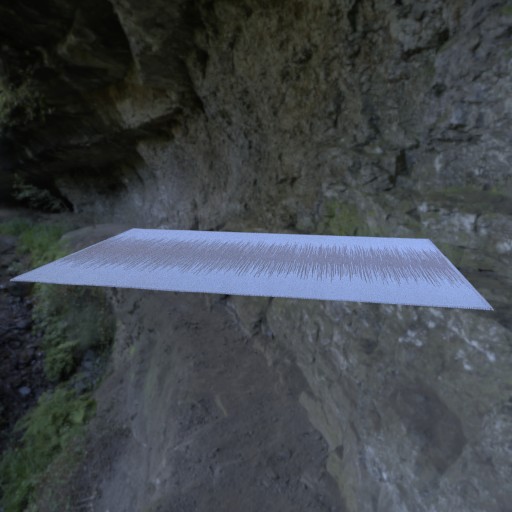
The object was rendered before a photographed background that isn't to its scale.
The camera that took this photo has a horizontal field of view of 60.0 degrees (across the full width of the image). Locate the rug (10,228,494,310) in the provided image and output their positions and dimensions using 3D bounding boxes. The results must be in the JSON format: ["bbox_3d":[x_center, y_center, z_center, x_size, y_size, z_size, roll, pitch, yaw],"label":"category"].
[{"bbox_3d":[0.000,0.000,2.912,2.440,0.012,1.522,3,15,10],"label":"rug"}]
